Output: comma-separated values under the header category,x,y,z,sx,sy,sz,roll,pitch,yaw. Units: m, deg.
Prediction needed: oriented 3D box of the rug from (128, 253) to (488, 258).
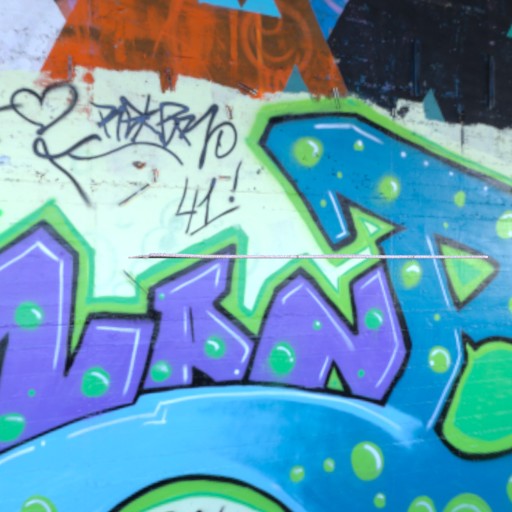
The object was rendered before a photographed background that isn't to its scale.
category,x,y,z,sx,sy,sz,roll,pitch,yaw
rug,0.000,0.000,2.313,1.230,0.025,1.837,0,0,-18
